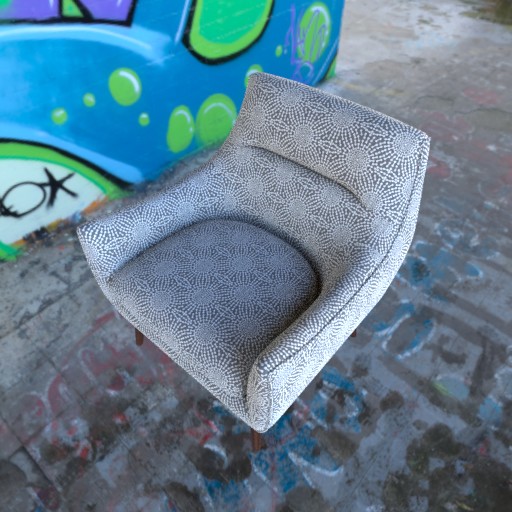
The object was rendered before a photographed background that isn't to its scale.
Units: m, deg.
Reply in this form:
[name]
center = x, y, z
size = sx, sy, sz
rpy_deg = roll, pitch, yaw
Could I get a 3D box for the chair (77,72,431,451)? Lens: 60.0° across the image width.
[chair]
center = 0.000, 0.000, 1.428
size = 0.762, 0.838, 0.787
rpy_deg = 32, 54, 27
